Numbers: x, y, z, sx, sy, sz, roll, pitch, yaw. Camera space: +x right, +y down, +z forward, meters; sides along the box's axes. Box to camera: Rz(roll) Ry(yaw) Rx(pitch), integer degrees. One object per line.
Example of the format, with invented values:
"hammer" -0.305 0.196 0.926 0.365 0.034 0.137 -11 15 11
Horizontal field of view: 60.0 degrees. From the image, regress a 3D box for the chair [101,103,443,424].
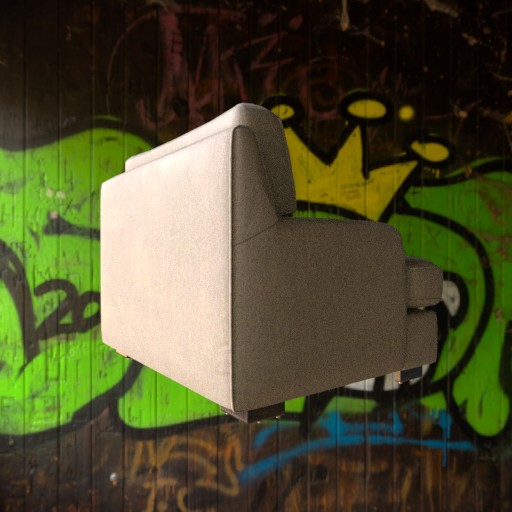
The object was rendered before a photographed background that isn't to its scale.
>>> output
"chair" 0.000 0.000 1.983 1.043 0.974 1.270 0 0 -36
